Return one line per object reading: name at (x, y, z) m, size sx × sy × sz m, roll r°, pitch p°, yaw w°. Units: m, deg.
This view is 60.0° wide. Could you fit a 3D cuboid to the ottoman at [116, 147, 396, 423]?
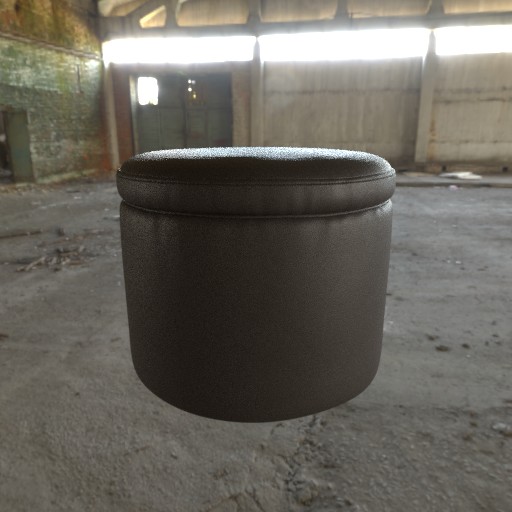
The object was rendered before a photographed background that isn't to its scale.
ottoman at (0.000, 0.000, 0.867) m, size 0.500 × 0.409 × 0.500 m, roll 0°, pitch 15°, yaw 0°
